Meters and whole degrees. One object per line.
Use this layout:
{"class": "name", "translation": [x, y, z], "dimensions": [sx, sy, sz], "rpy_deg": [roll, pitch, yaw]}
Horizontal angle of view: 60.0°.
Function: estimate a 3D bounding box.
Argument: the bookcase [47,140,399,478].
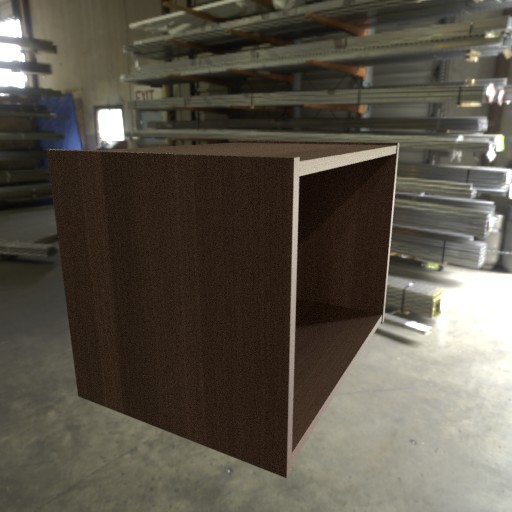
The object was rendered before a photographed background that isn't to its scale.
{"class": "bookcase", "translation": [0.000, 0.000, 0.630], "dimensions": [0.290, 0.305, 0.415], "rpy_deg": [8, 18, 27]}
